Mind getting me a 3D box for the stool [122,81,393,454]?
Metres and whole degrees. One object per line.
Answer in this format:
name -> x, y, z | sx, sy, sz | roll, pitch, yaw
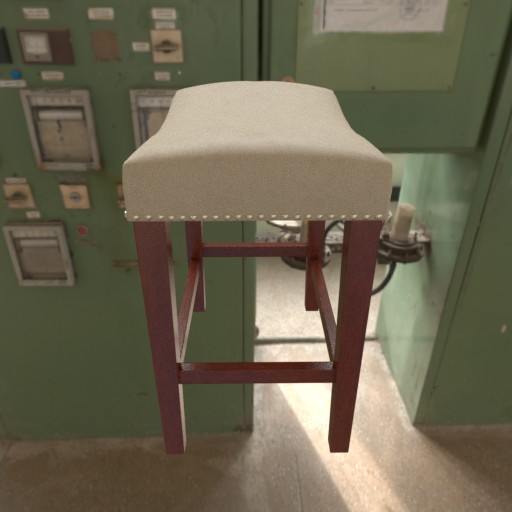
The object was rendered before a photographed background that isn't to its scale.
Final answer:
stool -> 0.000, 0.000, 0.943 | 0.375, 0.632, 0.509 | 0, 31, -1
